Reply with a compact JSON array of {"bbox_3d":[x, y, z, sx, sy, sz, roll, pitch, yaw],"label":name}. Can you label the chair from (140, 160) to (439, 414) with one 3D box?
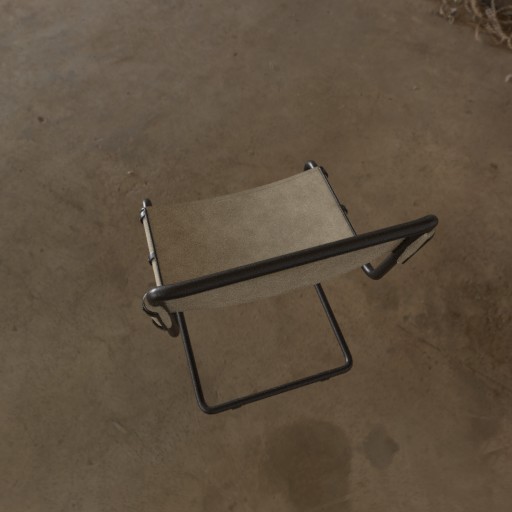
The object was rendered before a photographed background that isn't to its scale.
[{"bbox_3d":[0.000,0.000,1.078,0.499,0.747,0.497,-15,59,-9],"label":"chair"}]
